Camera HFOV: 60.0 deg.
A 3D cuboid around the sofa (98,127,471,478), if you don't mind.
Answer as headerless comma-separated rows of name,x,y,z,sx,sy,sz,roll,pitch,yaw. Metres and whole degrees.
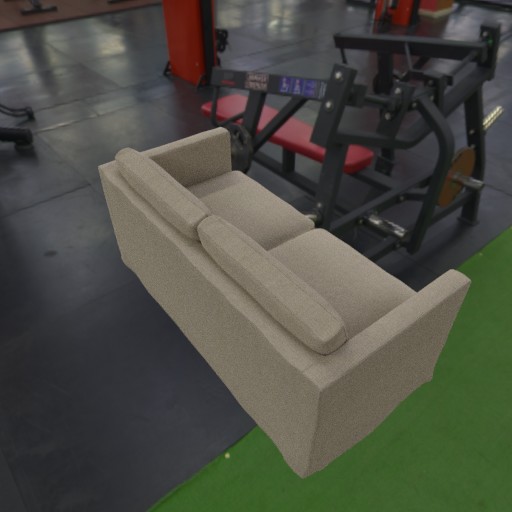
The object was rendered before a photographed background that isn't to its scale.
sofa,0.000,0.000,2.496,0.956,0.847,1.987,-27,47,-27
